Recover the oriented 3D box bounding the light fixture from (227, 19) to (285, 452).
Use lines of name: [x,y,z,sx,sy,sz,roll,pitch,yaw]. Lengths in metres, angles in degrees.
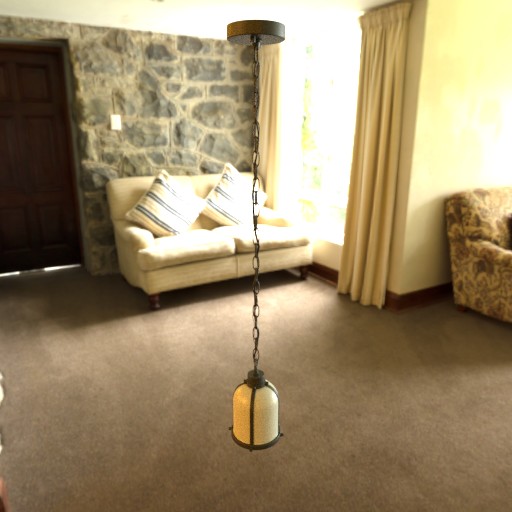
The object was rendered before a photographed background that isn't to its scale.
light fixture: [0.000,0.000,1.258,0.178,1.181,0.178,3,16,10]
